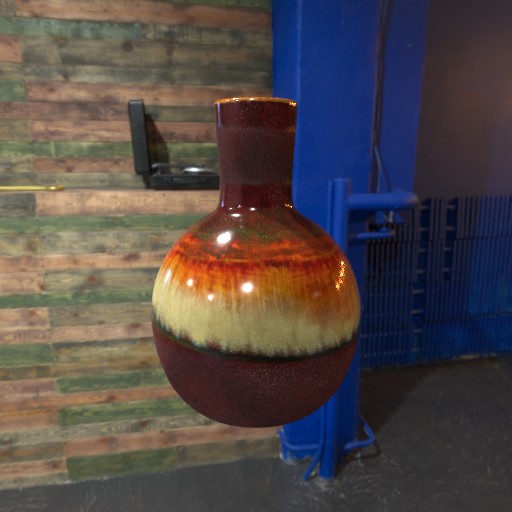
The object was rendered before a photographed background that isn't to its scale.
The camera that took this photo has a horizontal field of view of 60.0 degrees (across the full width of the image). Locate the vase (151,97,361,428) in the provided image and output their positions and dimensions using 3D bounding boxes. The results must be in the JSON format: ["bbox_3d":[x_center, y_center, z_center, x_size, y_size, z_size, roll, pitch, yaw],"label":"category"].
[{"bbox_3d":[0.000,0.000,0.234,0.111,0.154,0.111,0,13,0],"label":"vase"}]
